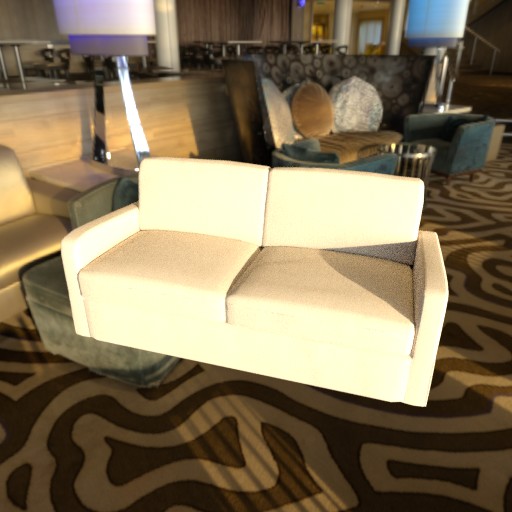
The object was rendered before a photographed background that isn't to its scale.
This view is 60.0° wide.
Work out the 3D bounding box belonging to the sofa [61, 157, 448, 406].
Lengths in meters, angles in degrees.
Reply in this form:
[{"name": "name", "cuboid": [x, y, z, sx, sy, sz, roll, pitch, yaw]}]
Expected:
[{"name": "sofa", "cuboid": [0.000, 0.000, 2.344, 1.808, 0.831, 0.894, 8, 27, 16]}]
